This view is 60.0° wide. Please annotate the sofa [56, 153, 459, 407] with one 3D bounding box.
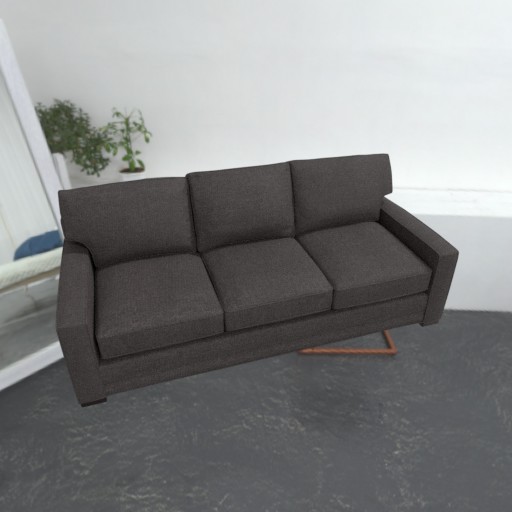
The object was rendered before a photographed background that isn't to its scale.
[{"bbox_3d":[0.000,0.000,2.896,2.369,0.978,1.004,-10,33,-15],"label":"sofa"}]
